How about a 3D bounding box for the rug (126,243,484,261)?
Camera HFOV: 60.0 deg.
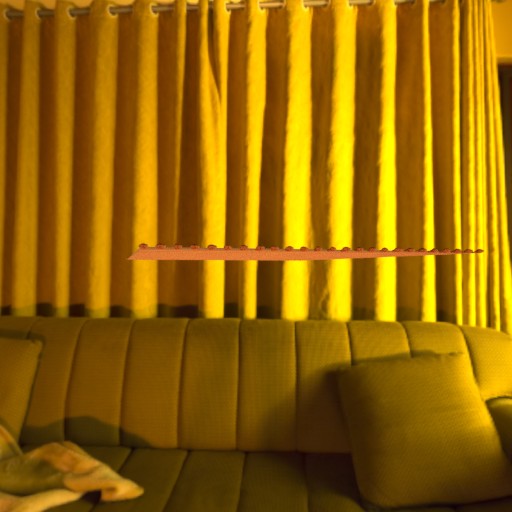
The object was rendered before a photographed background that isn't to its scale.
[{"bbox_3d":[0.000,0.000,4.472,2.451,0.035,3.369,1,-2,-18],"label":"rug"}]
